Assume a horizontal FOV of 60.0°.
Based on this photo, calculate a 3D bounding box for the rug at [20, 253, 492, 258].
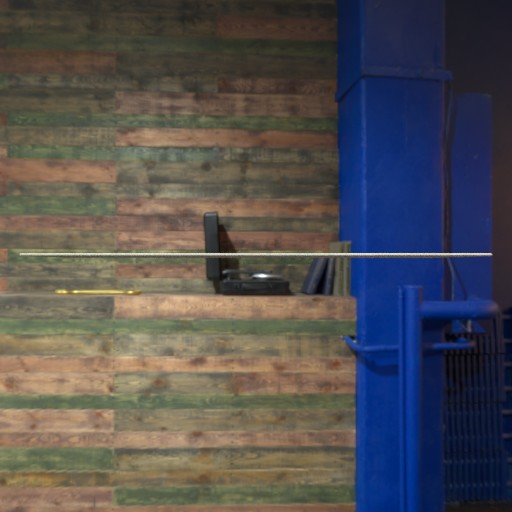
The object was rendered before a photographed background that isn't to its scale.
[{"bbox_3d":[0.000,0.000,2.662,2.450,0.014,0.793,0,-1,-1],"label":"rug"}]
